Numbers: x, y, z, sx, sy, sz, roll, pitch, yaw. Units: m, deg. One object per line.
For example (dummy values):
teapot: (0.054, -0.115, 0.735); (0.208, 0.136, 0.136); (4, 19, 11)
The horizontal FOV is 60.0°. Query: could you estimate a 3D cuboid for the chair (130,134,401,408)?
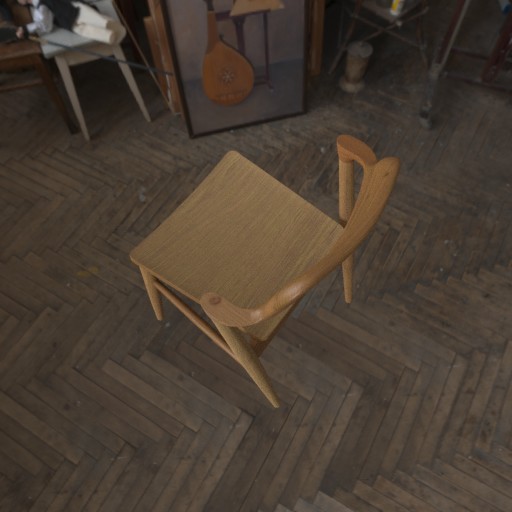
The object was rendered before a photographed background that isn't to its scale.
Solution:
chair: (0.000, 0.000, 1.159); (0.499, 0.792, 0.512); (33, 68, 16)
